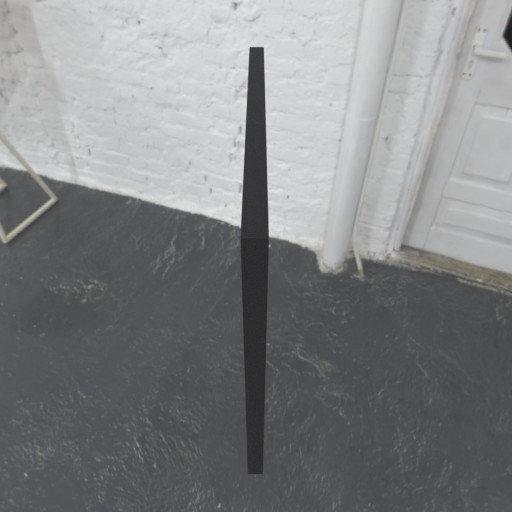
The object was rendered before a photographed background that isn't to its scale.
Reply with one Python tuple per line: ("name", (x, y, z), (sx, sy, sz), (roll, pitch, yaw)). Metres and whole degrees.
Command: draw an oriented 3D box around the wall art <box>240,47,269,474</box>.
("wall art", (0.000, 0.000, 1.118), (0.037, 0.763, 0.763), (0, 42, 0))
